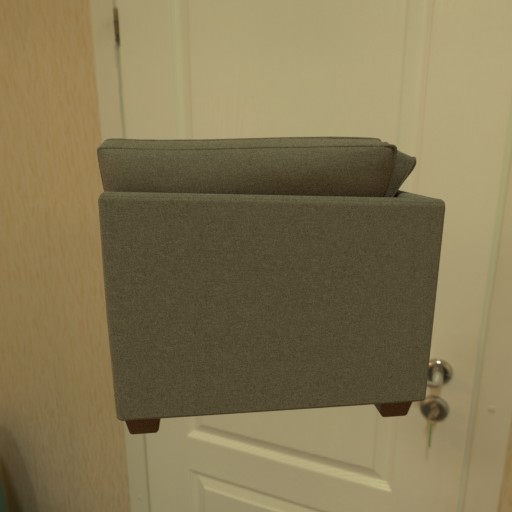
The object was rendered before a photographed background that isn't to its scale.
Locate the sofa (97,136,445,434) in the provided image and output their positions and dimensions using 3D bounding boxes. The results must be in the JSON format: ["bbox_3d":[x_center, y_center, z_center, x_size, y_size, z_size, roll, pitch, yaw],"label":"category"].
[{"bbox_3d":[0.000,0.000,1.851,1.042,0.951,1.050,-2,14,-7],"label":"sofa"}]
